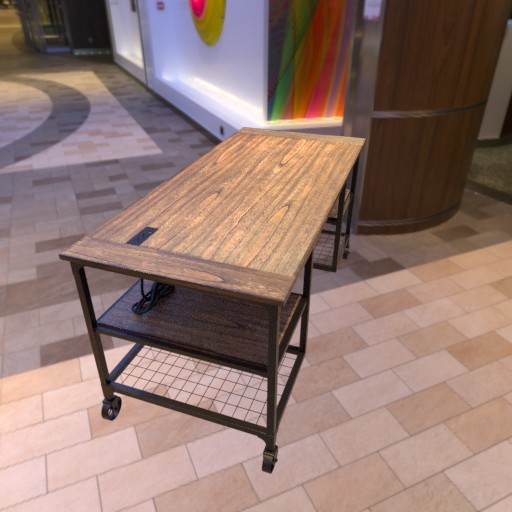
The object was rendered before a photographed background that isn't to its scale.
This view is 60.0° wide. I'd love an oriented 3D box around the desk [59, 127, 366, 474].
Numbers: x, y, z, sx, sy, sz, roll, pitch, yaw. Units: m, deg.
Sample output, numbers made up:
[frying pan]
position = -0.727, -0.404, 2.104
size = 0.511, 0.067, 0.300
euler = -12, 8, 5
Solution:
[desk]
position = 0.000, 0.000, 2.061
size = 0.711, 0.751, 1.590
euler = 10, 32, 17
